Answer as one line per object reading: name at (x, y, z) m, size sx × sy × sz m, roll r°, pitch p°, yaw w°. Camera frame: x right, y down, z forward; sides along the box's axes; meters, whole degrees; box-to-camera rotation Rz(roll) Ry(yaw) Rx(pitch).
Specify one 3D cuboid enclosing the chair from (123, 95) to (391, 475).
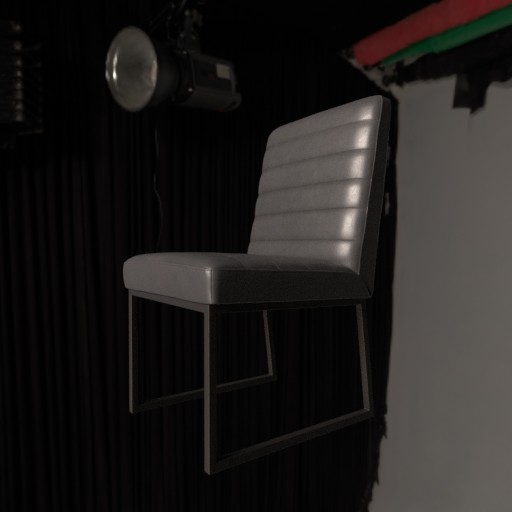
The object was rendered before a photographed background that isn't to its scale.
chair at (0.000, 0.000, 1.309) m, size 0.634 × 0.930 × 0.520 m, roll -1°, pitch 1°, yaw -37°
